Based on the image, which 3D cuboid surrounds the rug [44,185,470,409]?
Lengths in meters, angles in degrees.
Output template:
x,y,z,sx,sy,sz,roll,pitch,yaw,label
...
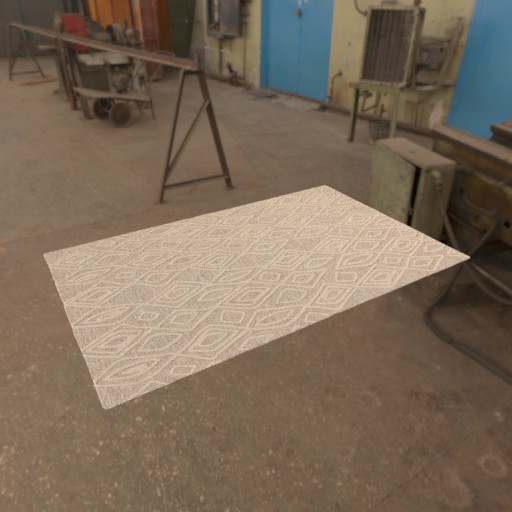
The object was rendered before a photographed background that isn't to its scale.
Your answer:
x,y,z,sx,sy,sz,roll,pitch,yaw,label
0.000,0.000,2.982,2.442,0.010,1.546,-17,34,-27,rug
